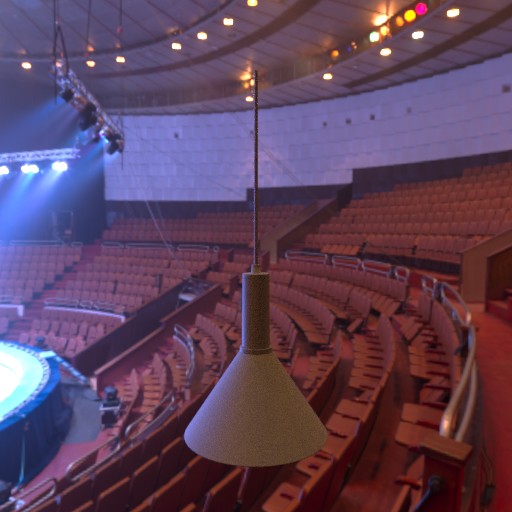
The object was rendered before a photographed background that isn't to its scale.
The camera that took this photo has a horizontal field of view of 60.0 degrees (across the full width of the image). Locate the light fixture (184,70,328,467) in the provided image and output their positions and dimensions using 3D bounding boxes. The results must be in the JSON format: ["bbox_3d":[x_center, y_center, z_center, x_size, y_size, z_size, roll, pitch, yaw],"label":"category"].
[{"bbox_3d":[0.000,0.000,0.827,0.267,0.683,0.267,1,2,37],"label":"light fixture"}]
